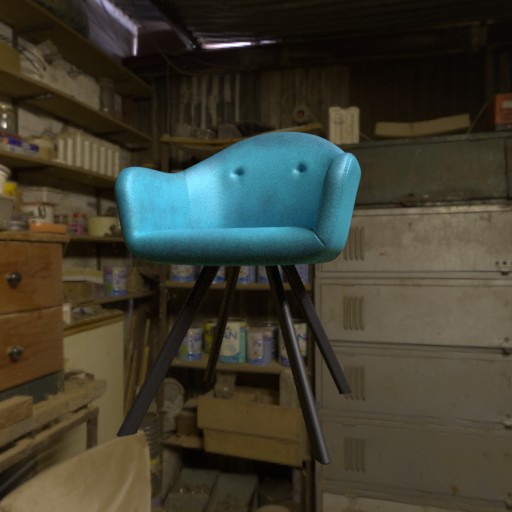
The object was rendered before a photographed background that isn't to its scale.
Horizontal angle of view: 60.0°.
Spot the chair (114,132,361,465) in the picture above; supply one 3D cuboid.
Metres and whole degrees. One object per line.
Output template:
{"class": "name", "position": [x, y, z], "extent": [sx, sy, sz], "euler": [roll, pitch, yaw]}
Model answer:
{"class": "chair", "position": [0.000, 0.000, 1.163], "extent": [0.540, 0.780, 0.570], "euler": [0, -1, 17]}
